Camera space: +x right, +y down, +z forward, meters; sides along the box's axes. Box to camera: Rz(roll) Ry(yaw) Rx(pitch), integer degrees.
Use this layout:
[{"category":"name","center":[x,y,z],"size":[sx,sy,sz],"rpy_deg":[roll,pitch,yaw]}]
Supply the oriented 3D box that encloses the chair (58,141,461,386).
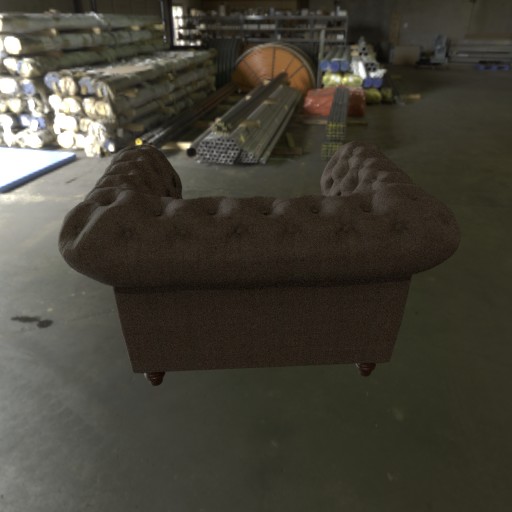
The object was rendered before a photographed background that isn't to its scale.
[{"category":"chair","center":[0.000,0.000,1.851],"size":[1.298,0.780,0.945],"rpy_deg":[-2,28,-3]}]
